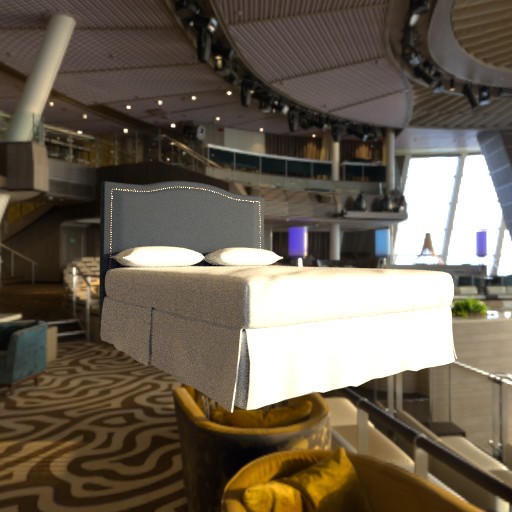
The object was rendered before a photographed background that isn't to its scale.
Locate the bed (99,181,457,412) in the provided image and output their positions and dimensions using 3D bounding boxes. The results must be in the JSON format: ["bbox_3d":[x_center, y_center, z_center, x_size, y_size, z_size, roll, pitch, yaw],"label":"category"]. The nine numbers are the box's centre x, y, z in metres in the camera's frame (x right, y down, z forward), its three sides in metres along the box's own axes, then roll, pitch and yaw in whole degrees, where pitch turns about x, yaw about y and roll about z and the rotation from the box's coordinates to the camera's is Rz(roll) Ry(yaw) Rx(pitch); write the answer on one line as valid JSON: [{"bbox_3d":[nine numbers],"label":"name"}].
[{"bbox_3d":[0.000,0.000,3.399,1.821,1.436,2.282,0,0,-35],"label":"bed"}]
